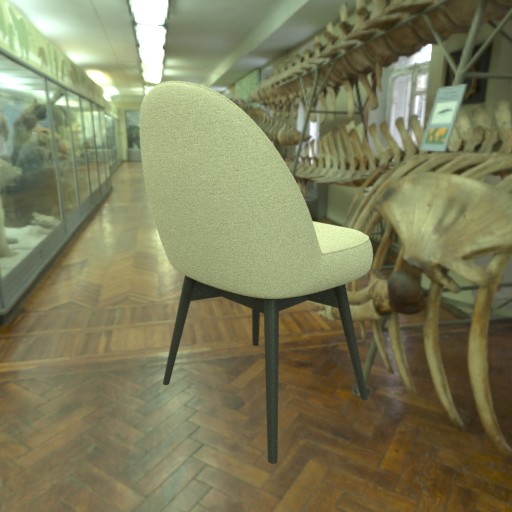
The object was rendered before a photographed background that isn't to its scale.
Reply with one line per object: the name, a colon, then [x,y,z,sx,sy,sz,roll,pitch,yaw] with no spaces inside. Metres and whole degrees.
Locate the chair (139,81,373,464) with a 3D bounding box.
chair: [0.000,0.000,1.186,0.540,0.838,0.532,-14,21,-41]
